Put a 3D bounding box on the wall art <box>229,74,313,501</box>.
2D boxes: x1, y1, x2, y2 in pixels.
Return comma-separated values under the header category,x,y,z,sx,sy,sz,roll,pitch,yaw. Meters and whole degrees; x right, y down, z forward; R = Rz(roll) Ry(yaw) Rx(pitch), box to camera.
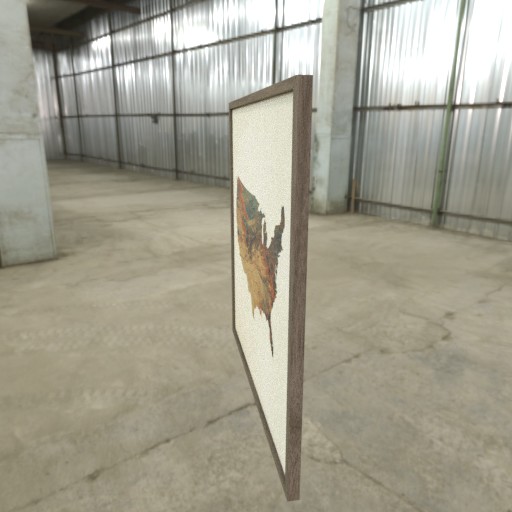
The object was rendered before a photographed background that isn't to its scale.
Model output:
category,x,y,z,sx,sy,sz,roll,pitch,yaw
wall art,0.000,0.000,0.735,0.016,0.507,0.508,-3,16,-10
